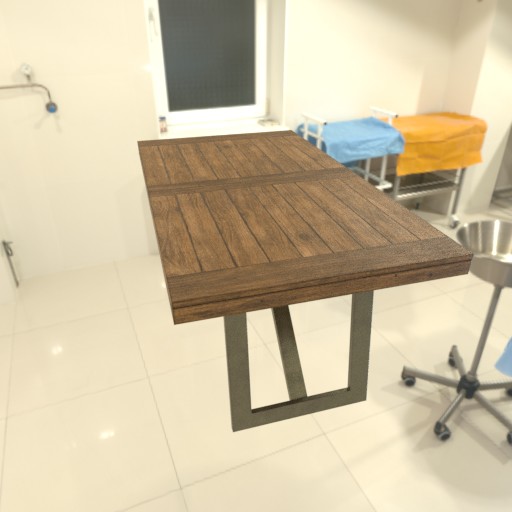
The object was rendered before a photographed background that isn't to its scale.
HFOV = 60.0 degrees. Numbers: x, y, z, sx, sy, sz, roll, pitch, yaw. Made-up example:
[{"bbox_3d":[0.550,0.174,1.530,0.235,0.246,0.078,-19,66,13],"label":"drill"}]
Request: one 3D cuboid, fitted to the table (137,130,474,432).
[{"bbox_3d":[0.000,0.000,2.132,0.931,0.757,1.641,-8,30,-14],"label":"table"}]
